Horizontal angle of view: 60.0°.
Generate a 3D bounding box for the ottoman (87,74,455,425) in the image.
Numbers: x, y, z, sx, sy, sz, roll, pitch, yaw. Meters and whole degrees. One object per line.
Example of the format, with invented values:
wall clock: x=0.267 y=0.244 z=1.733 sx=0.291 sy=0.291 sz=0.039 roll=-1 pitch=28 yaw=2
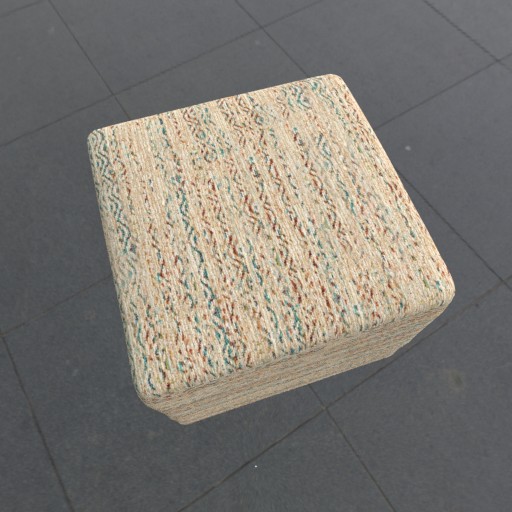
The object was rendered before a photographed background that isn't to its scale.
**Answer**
ottoman: x=0.000 y=0.000 z=0.922 sx=0.521 sy=0.453 sz=0.512 roll=-16 pitch=66 yaw=-8
